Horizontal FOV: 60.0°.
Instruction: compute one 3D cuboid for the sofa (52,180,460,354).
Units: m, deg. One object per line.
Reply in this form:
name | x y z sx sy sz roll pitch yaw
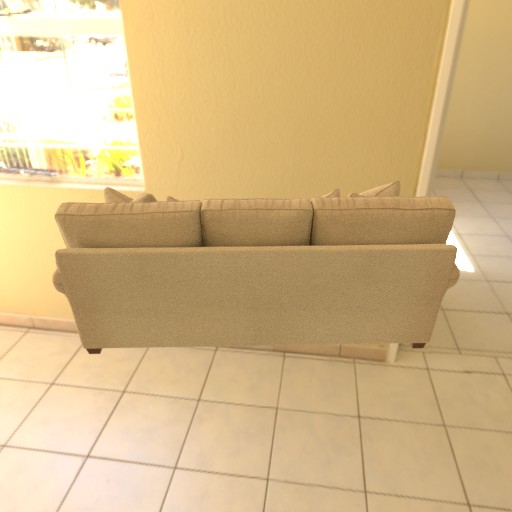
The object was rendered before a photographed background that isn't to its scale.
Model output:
sofa | 0.000 0.000 2.885 2.312 0.975 0.965 -1 28 -1
